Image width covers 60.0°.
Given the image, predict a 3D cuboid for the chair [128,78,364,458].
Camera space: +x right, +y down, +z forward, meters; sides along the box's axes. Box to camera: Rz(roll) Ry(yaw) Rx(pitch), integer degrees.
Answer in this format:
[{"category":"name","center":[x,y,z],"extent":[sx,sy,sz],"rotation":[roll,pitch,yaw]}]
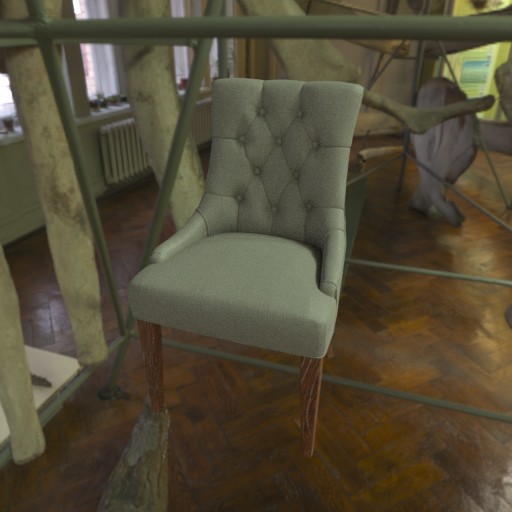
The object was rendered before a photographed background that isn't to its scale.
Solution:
[{"category":"chair","center":[0.000,0.000,1.233],"extent":[0.509,0.874,0.565],"rotation":[9,28,17]}]
